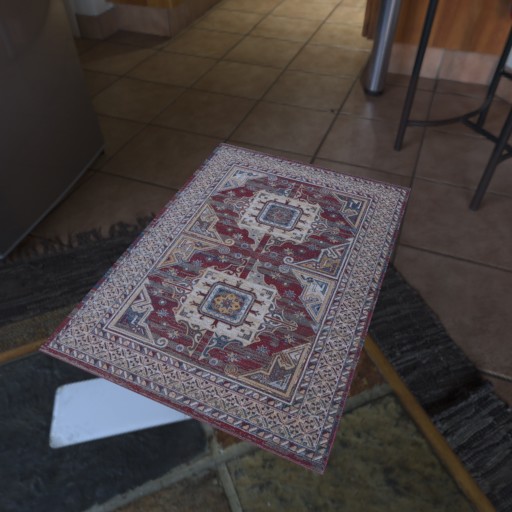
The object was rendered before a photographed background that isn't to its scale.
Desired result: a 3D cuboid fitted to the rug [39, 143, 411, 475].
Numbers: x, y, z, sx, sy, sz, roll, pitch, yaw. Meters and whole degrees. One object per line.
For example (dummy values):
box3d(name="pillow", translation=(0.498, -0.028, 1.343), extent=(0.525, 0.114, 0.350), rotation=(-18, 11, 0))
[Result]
box3d(name="rug", translation=(0.000, 0.000, 2.869), extent=(1.599, 0.011, 2.210), rotation=(17, 49, 16))
